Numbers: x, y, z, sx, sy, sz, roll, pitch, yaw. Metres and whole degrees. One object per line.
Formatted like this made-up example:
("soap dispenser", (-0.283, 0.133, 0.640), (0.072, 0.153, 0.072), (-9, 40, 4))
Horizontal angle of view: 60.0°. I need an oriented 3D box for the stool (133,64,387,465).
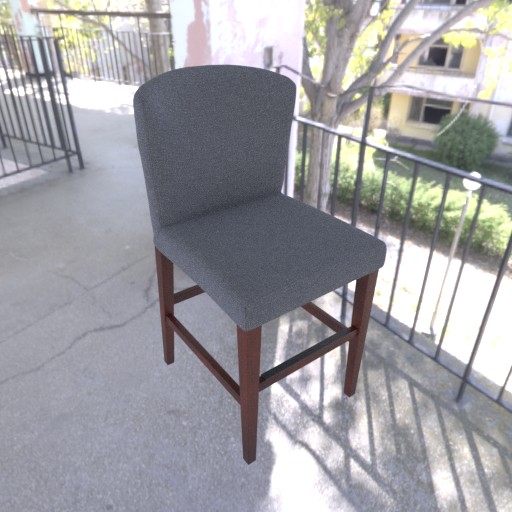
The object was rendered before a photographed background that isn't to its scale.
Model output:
("stool", (0.000, 0.000, 1.285), (0.479, 0.968, 0.568), (-21, 36, -31))
